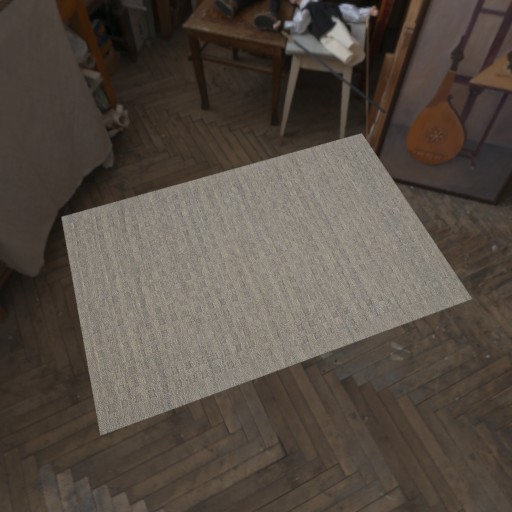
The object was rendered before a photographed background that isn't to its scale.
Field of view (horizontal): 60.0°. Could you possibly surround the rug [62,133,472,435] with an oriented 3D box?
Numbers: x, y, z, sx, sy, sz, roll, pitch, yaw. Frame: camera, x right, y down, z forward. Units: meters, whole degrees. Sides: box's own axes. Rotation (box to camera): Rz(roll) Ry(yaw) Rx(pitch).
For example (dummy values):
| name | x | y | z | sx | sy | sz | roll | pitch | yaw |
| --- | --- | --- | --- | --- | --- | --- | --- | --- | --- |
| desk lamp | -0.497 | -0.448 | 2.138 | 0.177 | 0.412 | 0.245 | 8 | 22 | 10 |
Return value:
| name | x | y | z | sx | sy | sz | roll | pitch | yaw |
| --- | --- | --- | --- | --- | --- | --- | --- | --- | --- |
| rug | 0.000 | 0.000 | 2.207 | 1.752 | 0.006 | 1.142 | -18 | 62 | -10 |
